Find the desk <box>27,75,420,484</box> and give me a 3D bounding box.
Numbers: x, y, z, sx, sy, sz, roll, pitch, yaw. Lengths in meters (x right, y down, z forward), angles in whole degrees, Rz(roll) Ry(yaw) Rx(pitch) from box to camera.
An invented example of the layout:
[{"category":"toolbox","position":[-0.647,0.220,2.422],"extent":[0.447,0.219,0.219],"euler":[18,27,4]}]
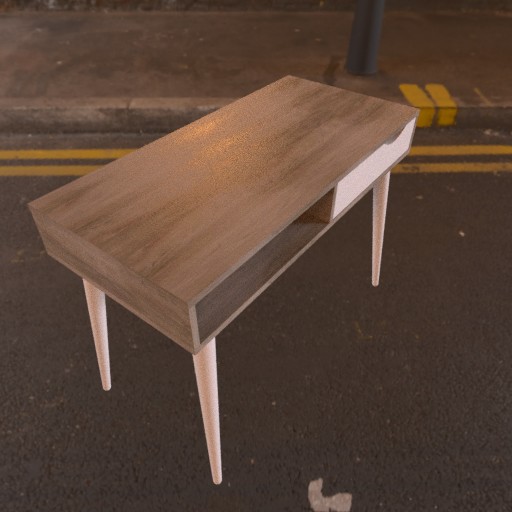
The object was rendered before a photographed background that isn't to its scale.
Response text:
[{"category":"desk","position":[0.000,0.000,1.361],"extent":[0.491,0.723,0.979],"euler":[27,48,27]}]
